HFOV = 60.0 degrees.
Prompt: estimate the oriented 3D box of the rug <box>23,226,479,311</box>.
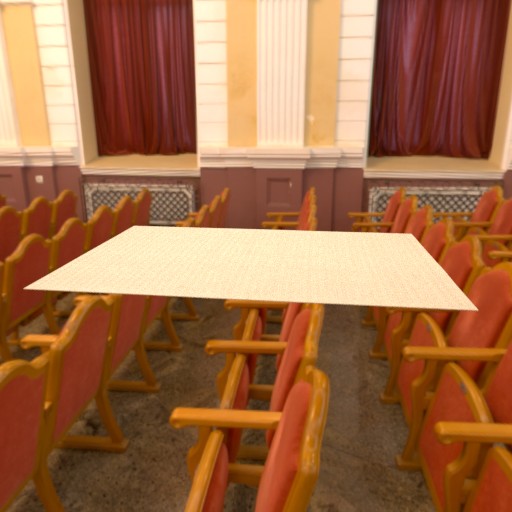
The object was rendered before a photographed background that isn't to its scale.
[{"bbox_3d":[0.000,0.000,2.921,2.289,0.006,1.523,2,17,7],"label":"rug"}]
